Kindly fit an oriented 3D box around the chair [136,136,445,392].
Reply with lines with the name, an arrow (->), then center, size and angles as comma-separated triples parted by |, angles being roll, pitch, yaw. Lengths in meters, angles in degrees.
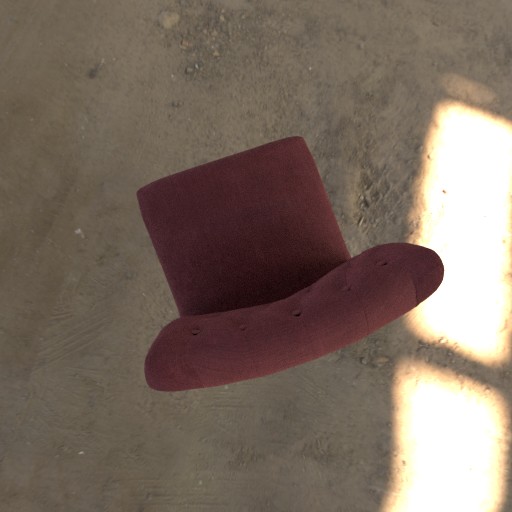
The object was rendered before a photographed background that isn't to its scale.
chair -> 0.000, 0.000, 1.199 | 0.582, 0.750, 0.605 | -19, 76, -5
